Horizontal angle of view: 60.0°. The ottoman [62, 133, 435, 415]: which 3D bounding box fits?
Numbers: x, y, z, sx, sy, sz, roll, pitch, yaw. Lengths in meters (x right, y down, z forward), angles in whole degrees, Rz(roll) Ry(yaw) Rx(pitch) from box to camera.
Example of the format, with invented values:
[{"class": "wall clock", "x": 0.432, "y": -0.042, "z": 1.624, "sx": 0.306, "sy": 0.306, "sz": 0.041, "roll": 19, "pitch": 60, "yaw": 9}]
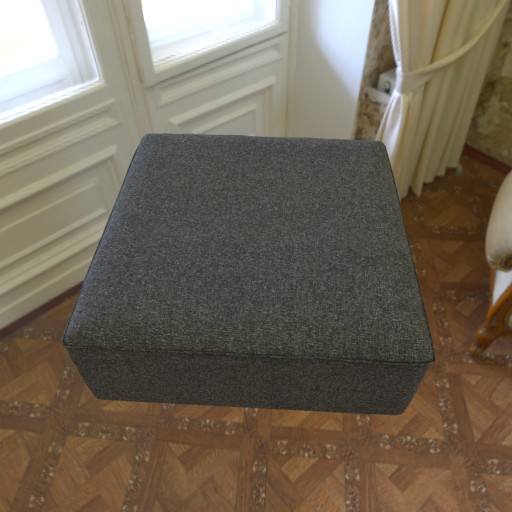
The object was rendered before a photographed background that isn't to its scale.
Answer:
[{"class": "ottoman", "x": 0.000, "y": 0.000, "z": 1.618, "sx": 1.017, "sy": 0.423, "sz": 1.021, "roll": 3, "pitch": 49, "yaw": 2}]
